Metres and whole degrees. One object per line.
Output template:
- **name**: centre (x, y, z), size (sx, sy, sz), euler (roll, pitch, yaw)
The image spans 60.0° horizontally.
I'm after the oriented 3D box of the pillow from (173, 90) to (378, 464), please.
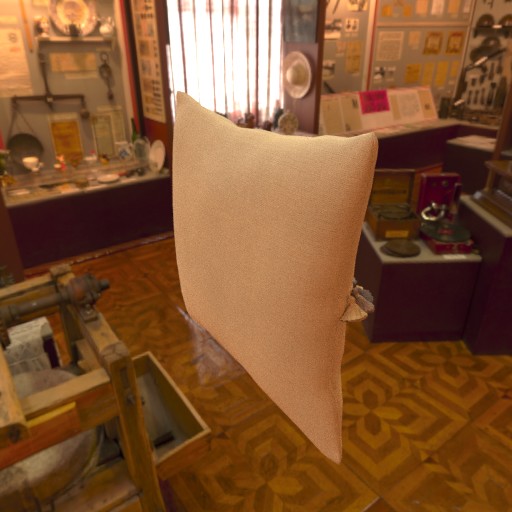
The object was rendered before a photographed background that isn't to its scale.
- **pillow**: centre (0.000, 0.000, 0.735), size (0.165, 0.481, 0.489), euler (-17, 31, -30)
